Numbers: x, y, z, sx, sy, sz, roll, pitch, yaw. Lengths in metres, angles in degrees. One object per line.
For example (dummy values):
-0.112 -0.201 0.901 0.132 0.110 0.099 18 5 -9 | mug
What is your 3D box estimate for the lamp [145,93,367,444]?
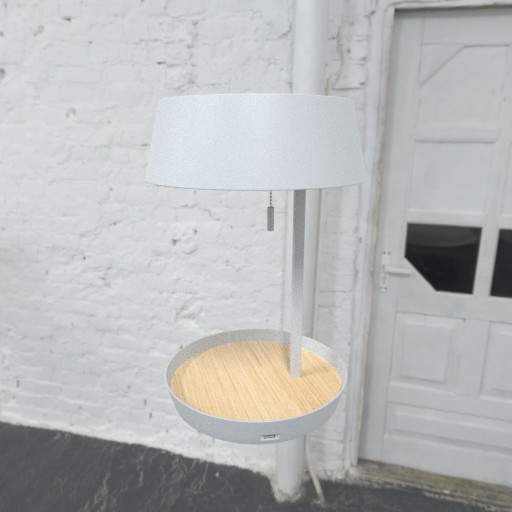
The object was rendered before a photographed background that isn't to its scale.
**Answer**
0.000 0.000 0.625 0.291 0.429 0.291 0 15 0 | lamp
